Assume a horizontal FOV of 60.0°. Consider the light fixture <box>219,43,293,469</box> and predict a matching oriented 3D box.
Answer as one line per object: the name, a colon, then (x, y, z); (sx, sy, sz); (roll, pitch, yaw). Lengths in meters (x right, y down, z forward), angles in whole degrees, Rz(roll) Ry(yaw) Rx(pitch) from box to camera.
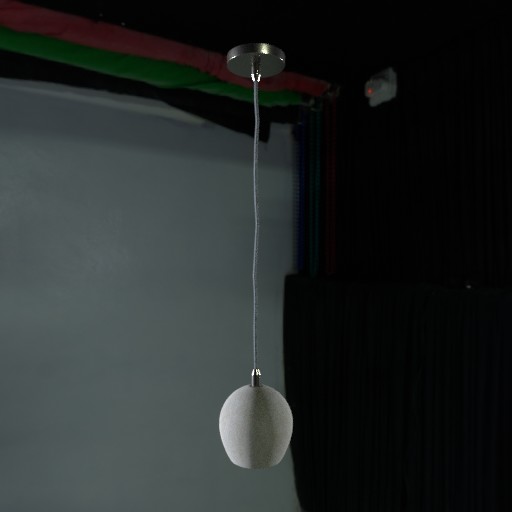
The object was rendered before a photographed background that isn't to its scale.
light fixture: (0.000, 0.000, 0.846); (0.139, 0.764, 0.139); (0, -1, -35)
